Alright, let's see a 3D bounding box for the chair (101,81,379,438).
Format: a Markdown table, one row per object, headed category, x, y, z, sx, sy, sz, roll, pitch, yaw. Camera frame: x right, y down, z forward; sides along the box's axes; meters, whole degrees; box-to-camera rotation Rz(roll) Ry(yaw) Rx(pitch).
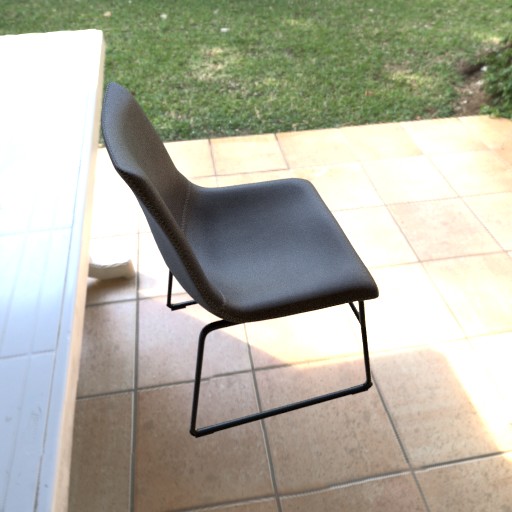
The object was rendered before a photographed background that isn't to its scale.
| category | x | y | z | sx | sy | sz | roll | pitch | yaw |
| --- | --- | --- | --- | --- | --- | --- | --- | --- | --- |
| chair | 0.000 | 0.000 | 1.076 | 0.550 | 0.780 | 0.460 | -11 | 46 | -11 |
